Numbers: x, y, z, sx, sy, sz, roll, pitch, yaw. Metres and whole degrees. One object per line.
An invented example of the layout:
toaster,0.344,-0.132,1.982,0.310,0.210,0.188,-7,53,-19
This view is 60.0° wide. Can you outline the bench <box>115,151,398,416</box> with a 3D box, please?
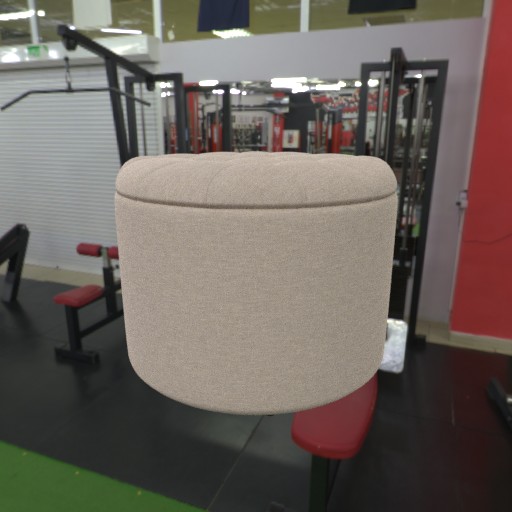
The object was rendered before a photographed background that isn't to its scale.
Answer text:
bench,0.000,0.000,1.019,0.600,0.454,0.600,0,16,0
